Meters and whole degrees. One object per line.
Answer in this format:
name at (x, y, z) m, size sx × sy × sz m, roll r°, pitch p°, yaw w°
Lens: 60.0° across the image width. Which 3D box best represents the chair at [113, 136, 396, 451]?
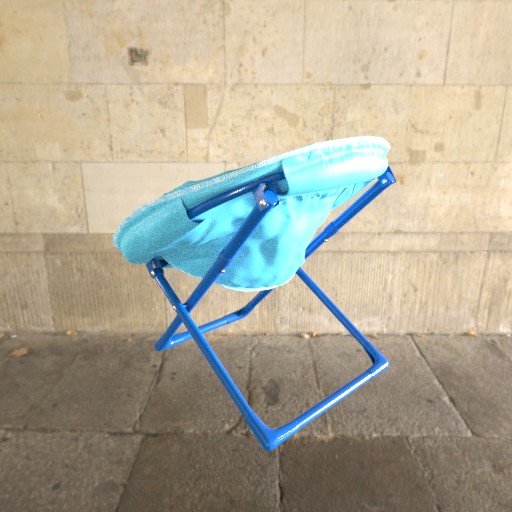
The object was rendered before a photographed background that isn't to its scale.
chair at (0.000, 0.000, 0.890) m, size 0.520 × 0.478 × 0.465 m, roll -16°, pitch 23°, yaw -41°
